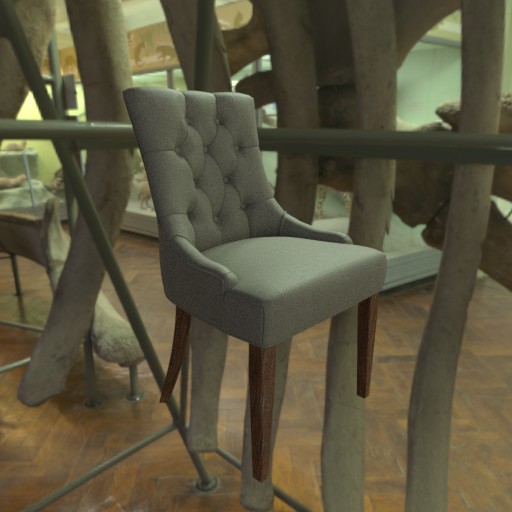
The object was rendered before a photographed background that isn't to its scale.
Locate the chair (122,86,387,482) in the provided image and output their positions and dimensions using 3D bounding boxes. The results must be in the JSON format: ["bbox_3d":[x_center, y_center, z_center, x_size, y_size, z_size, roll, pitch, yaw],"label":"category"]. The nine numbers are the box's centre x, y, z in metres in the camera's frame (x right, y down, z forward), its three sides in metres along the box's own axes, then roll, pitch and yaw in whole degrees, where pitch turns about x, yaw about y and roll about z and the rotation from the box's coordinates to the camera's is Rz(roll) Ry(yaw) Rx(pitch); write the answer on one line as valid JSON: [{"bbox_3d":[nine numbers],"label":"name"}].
[{"bbox_3d":[0.000,0.000,1.204,0.565,0.874,0.509,15,22,42],"label":"chair"}]
